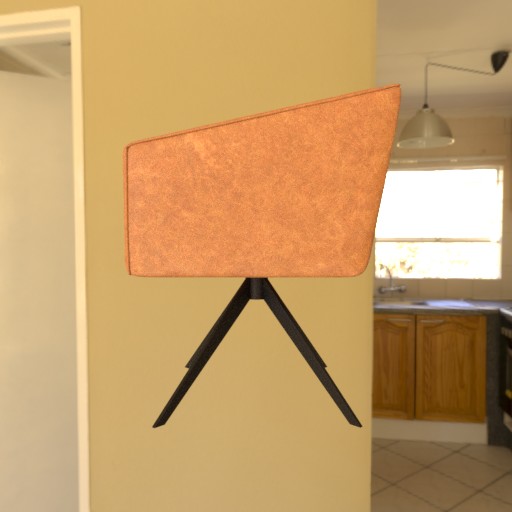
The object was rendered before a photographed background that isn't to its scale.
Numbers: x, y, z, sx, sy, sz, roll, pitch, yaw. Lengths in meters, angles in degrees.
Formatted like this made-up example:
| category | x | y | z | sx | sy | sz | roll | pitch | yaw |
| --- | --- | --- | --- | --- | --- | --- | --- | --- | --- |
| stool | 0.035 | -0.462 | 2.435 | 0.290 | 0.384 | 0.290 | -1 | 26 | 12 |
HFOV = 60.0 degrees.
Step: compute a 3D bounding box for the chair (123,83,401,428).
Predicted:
| category | x | y | z | sx | sy | sz | roll | pitch | yaw |
| --- | --- | --- | --- | --- | --- | --- | --- | --- | --- |
| chair | 0.000 | 0.000 | 1.234 | 0.625 | 0.760 | 0.588 | 0 | 2 | 0 |
